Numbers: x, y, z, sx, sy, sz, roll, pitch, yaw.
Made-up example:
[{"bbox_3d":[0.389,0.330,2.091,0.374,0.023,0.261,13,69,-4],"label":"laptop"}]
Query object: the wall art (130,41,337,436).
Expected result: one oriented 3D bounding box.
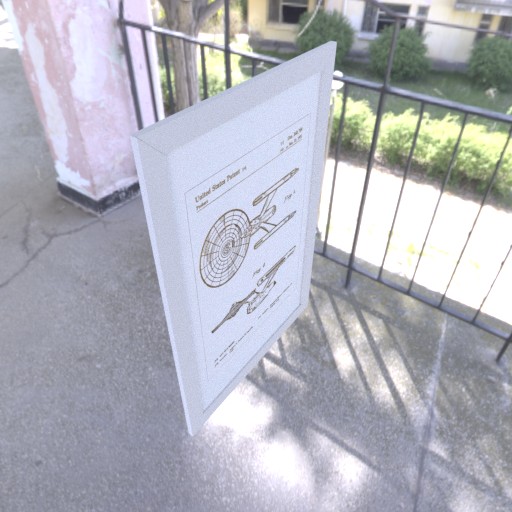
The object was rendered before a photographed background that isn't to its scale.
[{"bbox_3d":[0.000,0.000,0.837,0.011,0.659,0.454,26,47,27],"label":"wall art"}]
